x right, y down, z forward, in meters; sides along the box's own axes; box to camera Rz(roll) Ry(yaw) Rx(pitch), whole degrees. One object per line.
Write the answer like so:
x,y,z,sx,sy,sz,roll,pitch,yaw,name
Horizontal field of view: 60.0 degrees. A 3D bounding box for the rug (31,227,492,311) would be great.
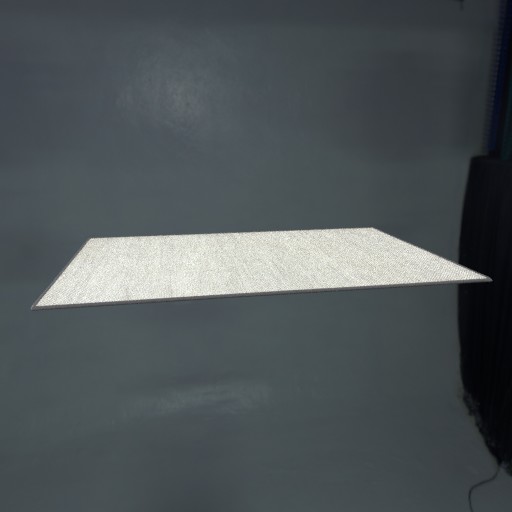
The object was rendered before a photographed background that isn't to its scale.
0.000,0.000,2.078,1.676,0.013,1.067,-3,15,-10,rug
